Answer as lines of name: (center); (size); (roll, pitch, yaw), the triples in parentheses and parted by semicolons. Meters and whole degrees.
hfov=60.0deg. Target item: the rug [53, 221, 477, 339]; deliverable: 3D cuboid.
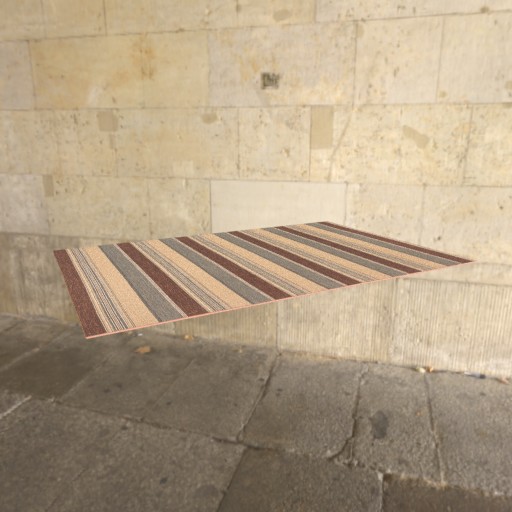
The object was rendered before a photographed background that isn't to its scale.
rug: (0.000, 0.000, 2.282); (1.829, 0.008, 1.219); (-8, 17, -27)
